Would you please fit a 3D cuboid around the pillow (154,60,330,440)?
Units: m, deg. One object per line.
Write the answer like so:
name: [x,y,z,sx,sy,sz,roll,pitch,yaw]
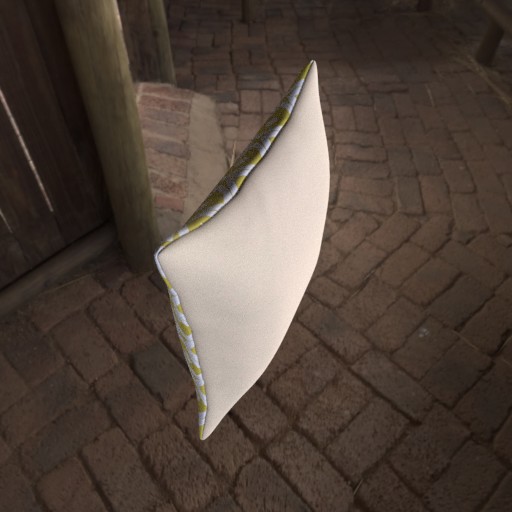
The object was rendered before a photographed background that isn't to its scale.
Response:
pillow: [0.000,0.000,0.779,0.188,0.494,0.504,17,49,16]
